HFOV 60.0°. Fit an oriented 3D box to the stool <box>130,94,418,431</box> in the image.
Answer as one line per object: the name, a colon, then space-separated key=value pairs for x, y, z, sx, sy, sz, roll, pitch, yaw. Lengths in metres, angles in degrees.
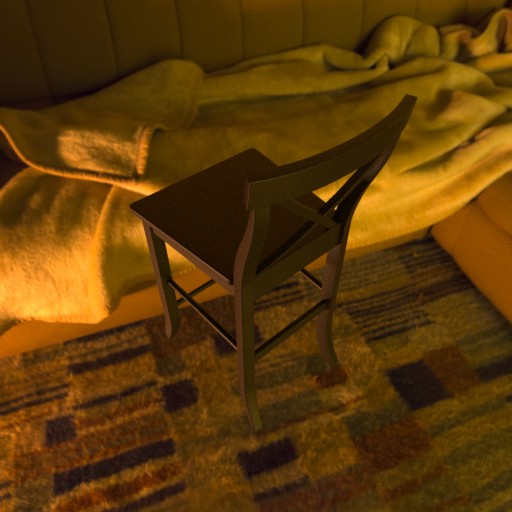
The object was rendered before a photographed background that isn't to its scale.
stool: x=0.000 y=0.000 z=1.267 sx=0.452 sy=0.989 sz=0.559 roll=-32 pitch=53 yaw=-27
